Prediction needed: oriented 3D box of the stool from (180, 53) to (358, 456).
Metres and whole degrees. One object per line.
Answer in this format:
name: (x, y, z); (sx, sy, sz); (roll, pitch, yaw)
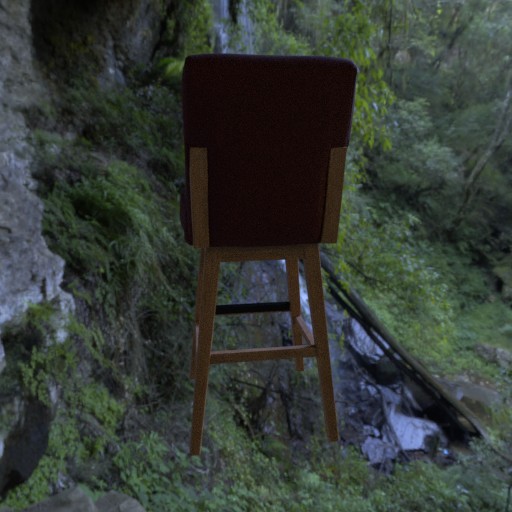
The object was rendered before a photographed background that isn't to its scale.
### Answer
stool: (0.000, 0.000, 1.401); (0.468, 1.093, 0.562); (-2, 15, -8)
